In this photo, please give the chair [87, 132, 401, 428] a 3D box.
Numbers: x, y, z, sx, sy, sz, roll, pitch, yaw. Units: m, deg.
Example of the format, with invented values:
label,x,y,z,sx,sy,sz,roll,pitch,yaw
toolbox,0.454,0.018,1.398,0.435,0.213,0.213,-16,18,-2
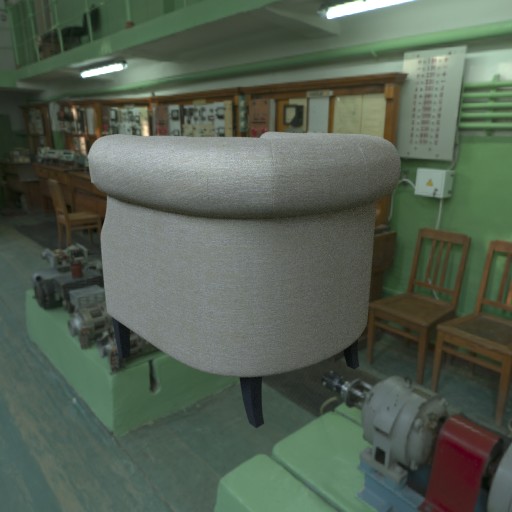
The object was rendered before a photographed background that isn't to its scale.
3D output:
label,x,y,z,sx,sy,sz,roll,pitch,yaw
chair,0.000,0.000,1.544,0.905,0.827,0.852,-15,22,-40
